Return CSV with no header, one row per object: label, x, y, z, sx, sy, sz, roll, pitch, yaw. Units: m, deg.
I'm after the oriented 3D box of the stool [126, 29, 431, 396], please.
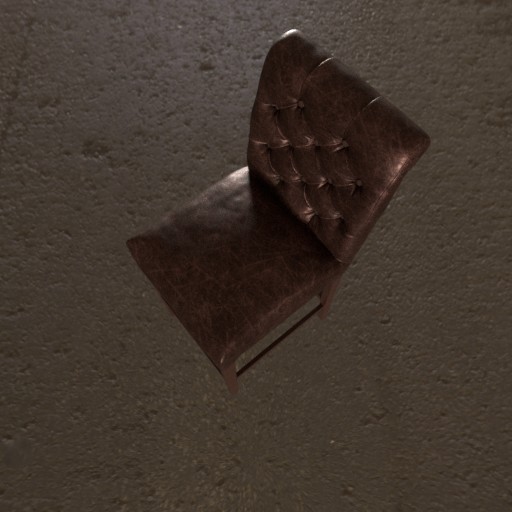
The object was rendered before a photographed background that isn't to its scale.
stool,0.000,0.000,1.477,0.659,1.168,0.483,-37,71,-15
